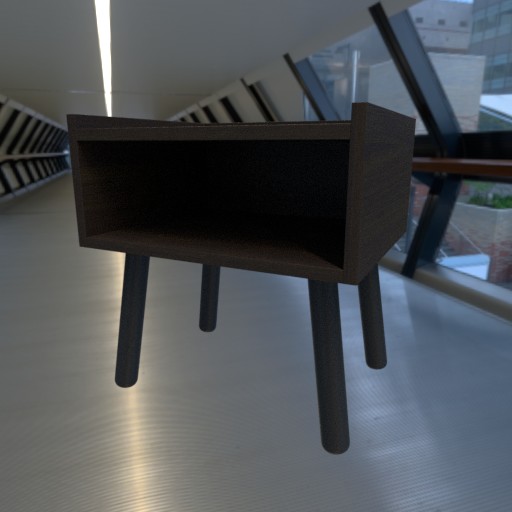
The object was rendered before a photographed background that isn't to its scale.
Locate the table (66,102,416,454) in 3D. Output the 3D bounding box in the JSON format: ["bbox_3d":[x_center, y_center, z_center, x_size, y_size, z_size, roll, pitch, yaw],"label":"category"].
[{"bbox_3d":[0.000,0.000,0.783,0.450,0.470,0.370,7,16,26],"label":"table"}]
